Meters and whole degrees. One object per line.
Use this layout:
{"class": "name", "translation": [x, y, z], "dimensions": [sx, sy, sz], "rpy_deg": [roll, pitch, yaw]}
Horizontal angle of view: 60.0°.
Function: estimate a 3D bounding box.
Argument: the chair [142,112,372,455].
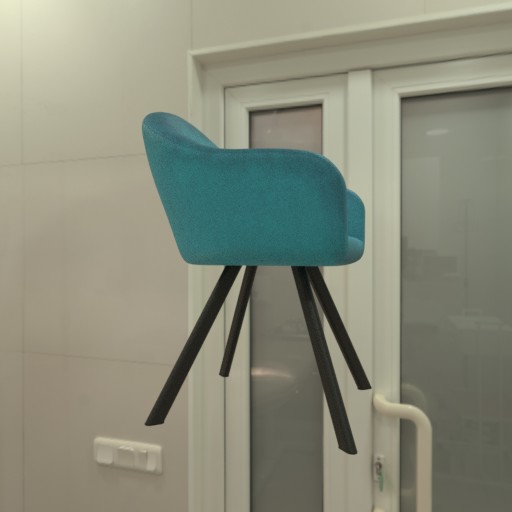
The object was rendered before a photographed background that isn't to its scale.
{"class": "chair", "translation": [0.000, 0.000, 1.178], "dimensions": [0.570, 0.780, 0.540], "rpy_deg": [0, 1, 18]}
